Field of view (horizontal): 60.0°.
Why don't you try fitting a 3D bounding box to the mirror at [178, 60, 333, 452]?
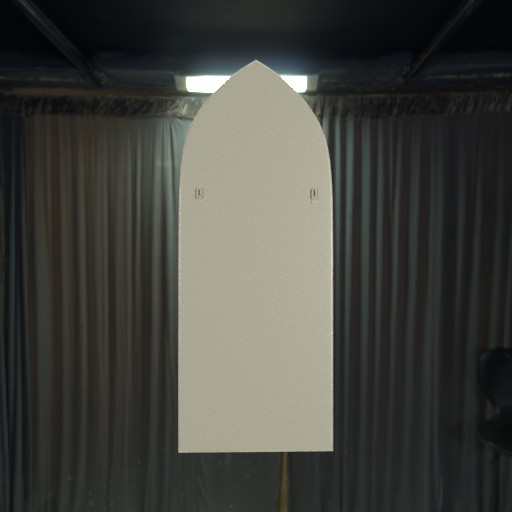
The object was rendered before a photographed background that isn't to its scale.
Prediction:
[{"bbox_3d":[0.000,0.000,1.335,0.464,1.175,0.025,0,0,-1],"label":"mirror"}]
